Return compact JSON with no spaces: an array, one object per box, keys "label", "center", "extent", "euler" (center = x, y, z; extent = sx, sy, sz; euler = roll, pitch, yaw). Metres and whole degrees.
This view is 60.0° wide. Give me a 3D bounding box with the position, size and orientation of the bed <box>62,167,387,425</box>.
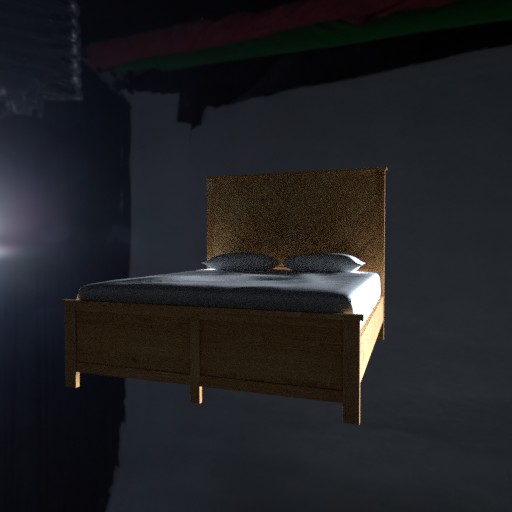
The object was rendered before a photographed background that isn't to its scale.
[{"label":"bed","center":[0.000,0.000,3.624],"extent":[1.936,1.686,2.201],"euler":[1,2,19]}]
